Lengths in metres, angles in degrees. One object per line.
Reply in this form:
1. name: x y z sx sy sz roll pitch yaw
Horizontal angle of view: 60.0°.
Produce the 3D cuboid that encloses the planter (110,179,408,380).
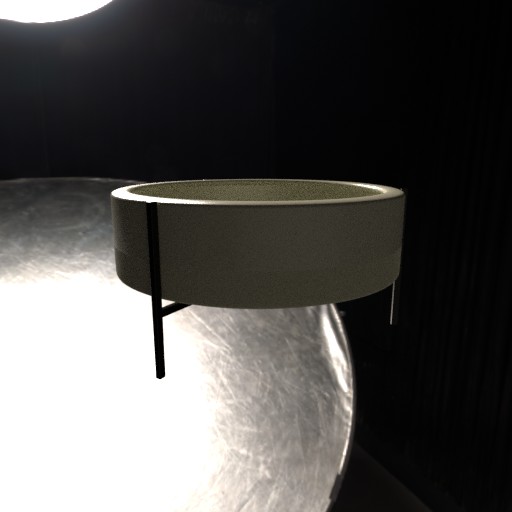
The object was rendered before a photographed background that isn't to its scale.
1. planter: 0.000 0.000 0.552 0.336 0.171 0.345 -7 15 -26
